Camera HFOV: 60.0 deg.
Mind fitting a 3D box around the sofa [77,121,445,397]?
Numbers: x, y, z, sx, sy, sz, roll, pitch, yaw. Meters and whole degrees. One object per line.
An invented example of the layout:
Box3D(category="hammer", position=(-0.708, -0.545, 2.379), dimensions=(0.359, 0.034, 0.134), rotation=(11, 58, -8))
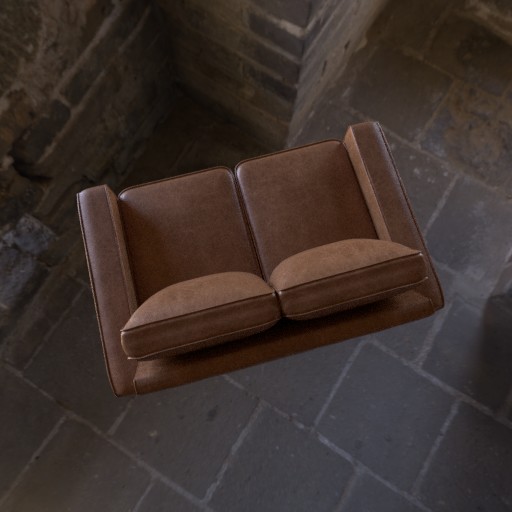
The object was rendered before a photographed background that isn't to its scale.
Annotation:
Box3D(category="sofa", position=(0.000, 0.000, 2.172), dimensions=(1.532, 0.896, 1.020), rotation=(-14, 75, -4))
